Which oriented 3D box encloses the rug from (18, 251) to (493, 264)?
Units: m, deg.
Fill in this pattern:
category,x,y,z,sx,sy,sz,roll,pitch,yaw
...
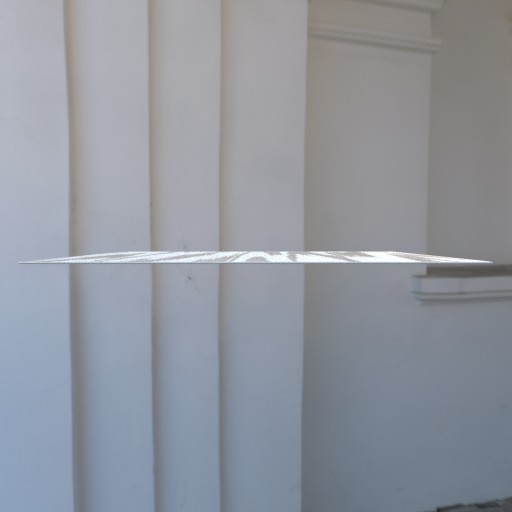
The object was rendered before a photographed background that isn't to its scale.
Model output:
category,x,y,z,sx,sy,sz,roll,pitch,yaw
rug,0.000,0.000,2.754,2.142,0.010,1.533,0,2,0
